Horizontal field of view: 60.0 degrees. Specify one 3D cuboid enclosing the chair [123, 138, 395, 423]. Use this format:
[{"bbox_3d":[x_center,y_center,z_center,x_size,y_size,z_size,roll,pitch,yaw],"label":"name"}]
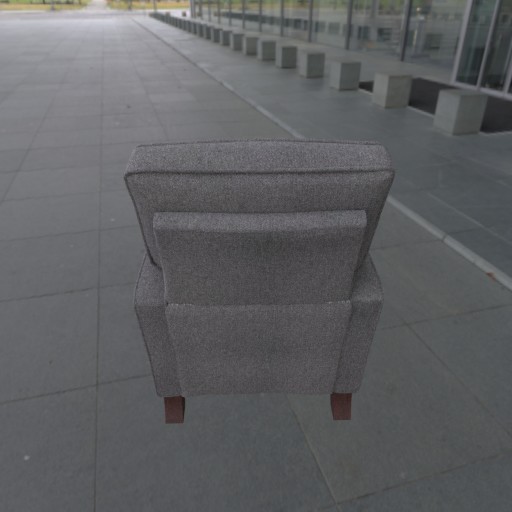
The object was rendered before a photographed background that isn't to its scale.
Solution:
[{"bbox_3d":[0.000,0.000,1.435,0.650,0.889,0.775,-1,30,-1],"label":"chair"}]
